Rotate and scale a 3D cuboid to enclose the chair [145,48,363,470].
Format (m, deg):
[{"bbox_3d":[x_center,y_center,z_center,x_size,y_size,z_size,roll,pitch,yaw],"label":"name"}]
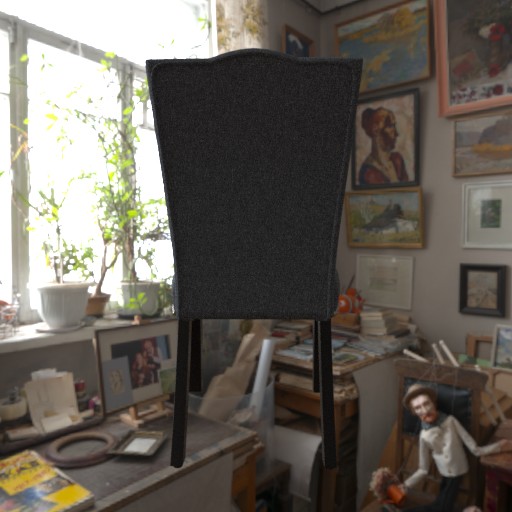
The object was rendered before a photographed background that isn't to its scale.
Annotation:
[{"bbox_3d":[0.000,0.000,1.269,0.518,0.946,0.589,0,1,1],"label":"chair"}]
